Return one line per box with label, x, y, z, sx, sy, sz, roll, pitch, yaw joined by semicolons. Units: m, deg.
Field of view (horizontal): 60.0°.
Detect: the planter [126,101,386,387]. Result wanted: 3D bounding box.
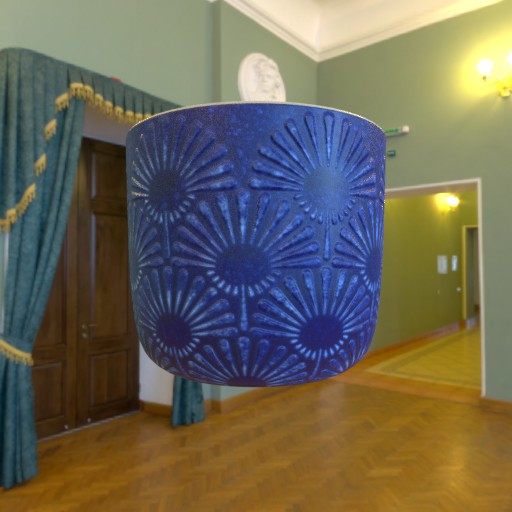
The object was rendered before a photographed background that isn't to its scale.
planter;0.000;0.000;0.218;0.124;0.109;0.124;0;-1;0
